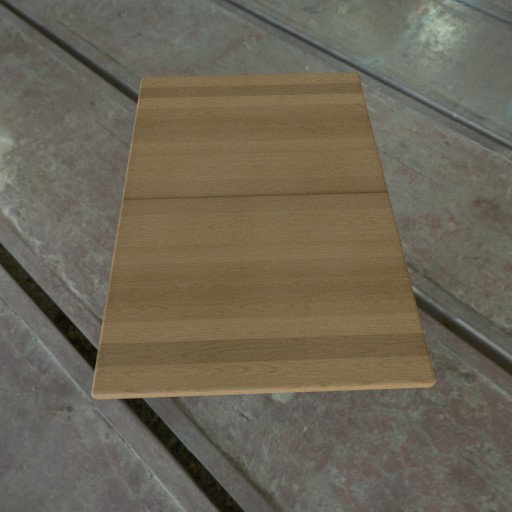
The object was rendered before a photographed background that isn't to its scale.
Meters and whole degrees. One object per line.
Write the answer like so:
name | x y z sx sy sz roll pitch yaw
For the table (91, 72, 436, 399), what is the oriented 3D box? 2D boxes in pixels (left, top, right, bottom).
table | 0.000 0.000 1.814 0.900 0.770 1.300 -2 58 -1
